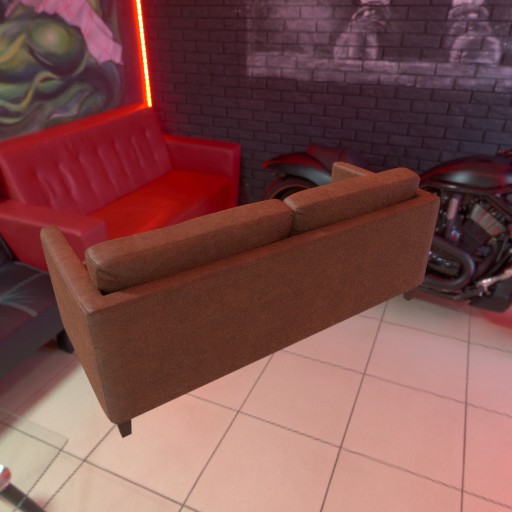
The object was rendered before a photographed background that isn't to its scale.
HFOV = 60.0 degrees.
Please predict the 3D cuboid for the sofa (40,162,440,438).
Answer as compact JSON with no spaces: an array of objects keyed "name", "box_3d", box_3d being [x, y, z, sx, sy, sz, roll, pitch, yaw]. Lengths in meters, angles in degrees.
[{"name":"sofa","box_3d":[0.000,0.000,2.706,2.204,0.932,0.950,-18,34,-29]}]
